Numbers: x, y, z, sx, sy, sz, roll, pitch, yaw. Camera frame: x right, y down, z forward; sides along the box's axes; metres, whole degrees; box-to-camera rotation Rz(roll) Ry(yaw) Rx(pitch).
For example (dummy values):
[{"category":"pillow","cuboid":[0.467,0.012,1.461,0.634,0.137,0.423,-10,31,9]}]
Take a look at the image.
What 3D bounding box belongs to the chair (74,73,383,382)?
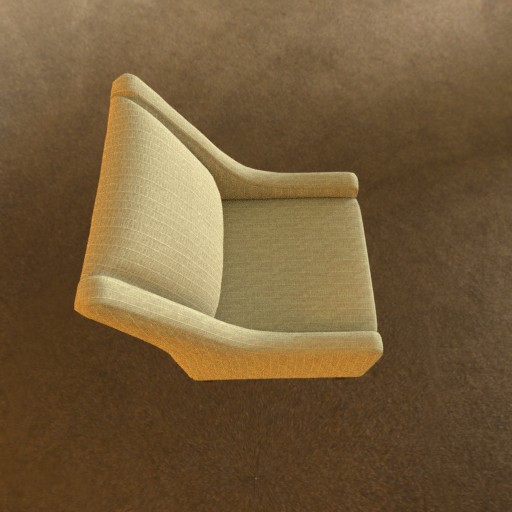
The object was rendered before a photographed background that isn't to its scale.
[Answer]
[{"category":"chair","cuboid":[0.000,0.000,1.617,0.870,1.014,0.774,-1,63,-1]}]
